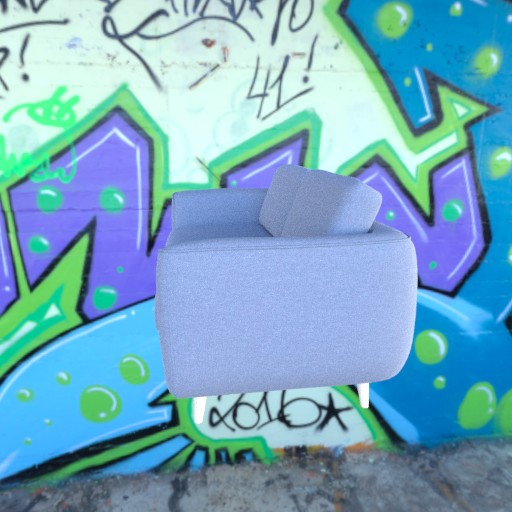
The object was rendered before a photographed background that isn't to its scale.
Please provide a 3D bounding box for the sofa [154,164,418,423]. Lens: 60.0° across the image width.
[{"bbox_3d":[0.000,0.000,2.187,0.920,0.850,1.700,-2,14,-8],"label":"sofa"}]
